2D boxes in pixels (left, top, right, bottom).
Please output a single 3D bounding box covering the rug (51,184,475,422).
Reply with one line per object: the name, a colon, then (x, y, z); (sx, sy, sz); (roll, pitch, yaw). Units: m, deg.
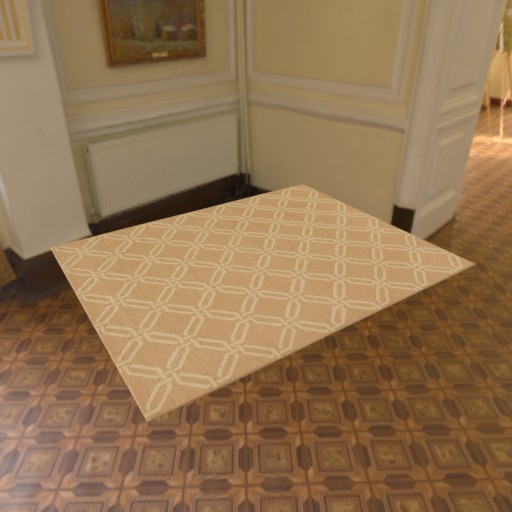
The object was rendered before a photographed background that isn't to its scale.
rug: (0.000, 0.000, 3.839); (2.895, 0.018, 2.288); (-18, 34, -29)
